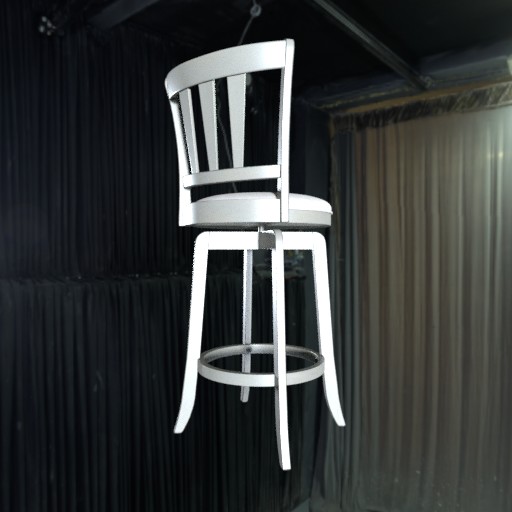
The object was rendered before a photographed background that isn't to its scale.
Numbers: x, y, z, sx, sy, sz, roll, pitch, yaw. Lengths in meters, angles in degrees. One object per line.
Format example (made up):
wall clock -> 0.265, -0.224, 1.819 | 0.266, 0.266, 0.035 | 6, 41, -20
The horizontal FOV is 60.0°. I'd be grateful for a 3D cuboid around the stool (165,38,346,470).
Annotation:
stool -> 0.000, 0.000, 1.306 | 0.436, 1.042, 0.475 | 1, 1, 35
